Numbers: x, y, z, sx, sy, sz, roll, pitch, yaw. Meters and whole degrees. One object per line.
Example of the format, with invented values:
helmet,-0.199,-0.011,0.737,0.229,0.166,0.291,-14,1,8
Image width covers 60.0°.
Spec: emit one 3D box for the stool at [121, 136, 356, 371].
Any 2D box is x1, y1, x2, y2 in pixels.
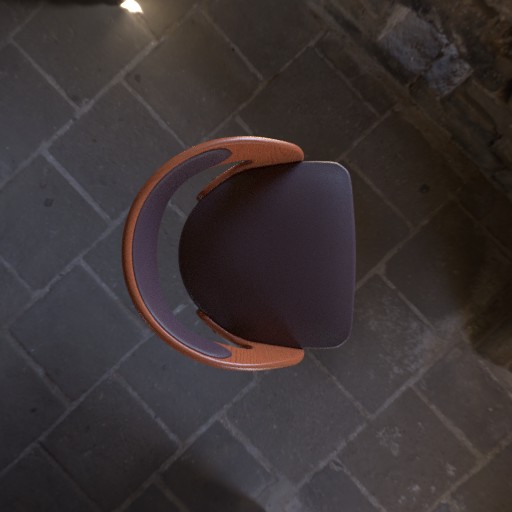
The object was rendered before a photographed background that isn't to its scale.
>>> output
stool,0.000,0.000,1.200,0.457,0.940,0.457,0,89,-1
